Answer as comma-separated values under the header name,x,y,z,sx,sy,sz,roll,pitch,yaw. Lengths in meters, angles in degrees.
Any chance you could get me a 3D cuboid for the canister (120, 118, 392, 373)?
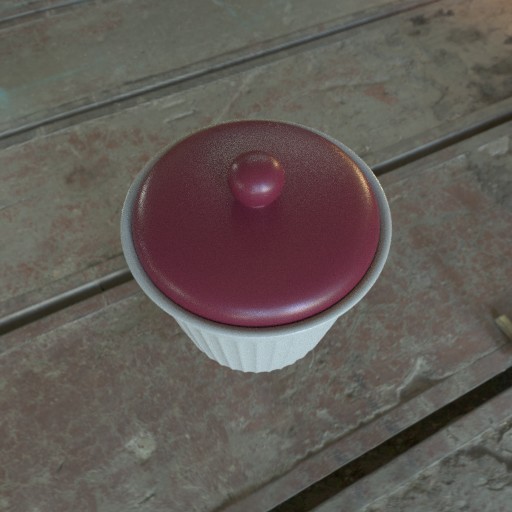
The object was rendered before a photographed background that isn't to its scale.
name,x,y,z,sx,sy,sz,roll,pitch,yaw
canister,0.000,0.000,0.348,0.181,0.211,0.181,0,59,0
